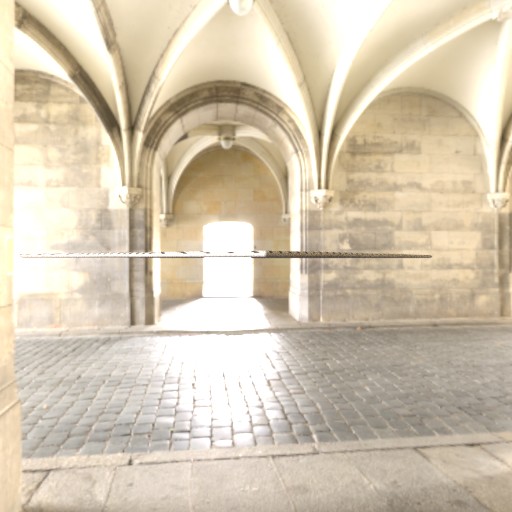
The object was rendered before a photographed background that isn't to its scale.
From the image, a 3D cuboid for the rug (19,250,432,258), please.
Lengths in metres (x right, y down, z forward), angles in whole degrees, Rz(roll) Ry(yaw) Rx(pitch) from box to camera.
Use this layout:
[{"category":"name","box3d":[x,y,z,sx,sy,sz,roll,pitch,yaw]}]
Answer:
[{"category":"rug","box3d":[0.000,0.000,3.166,1.829,0.028,2.449,0,0,35]}]
